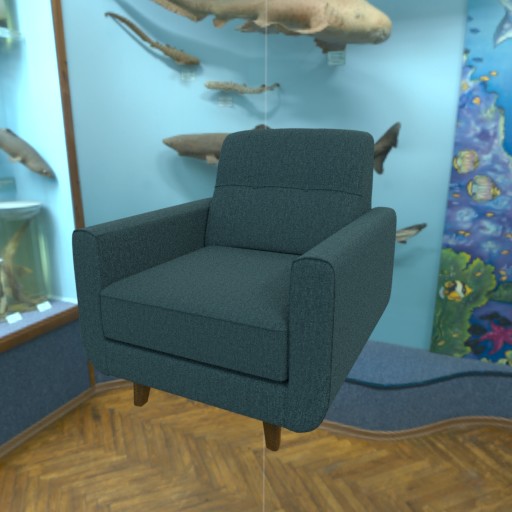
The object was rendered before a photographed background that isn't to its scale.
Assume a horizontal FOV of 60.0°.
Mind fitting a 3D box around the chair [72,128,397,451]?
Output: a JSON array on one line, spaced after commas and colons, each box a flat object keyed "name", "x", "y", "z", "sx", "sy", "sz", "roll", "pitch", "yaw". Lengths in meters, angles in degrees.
[{"name": "chair", "x": 0.000, "y": 0.000, "z": 1.671, "sx": 0.880, "sy": 0.940, "sz": 0.964, "roll": 7, "pitch": 16, "yaw": 25}]
